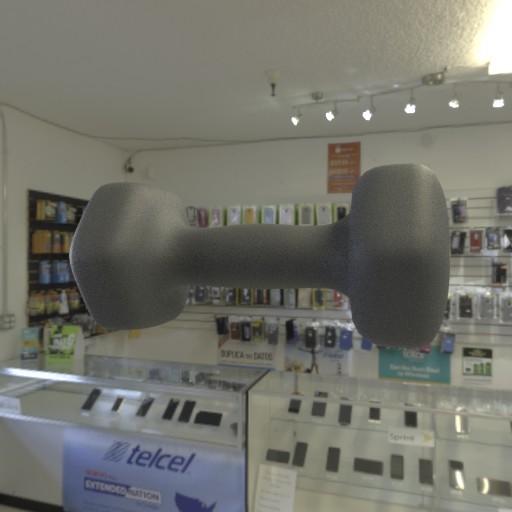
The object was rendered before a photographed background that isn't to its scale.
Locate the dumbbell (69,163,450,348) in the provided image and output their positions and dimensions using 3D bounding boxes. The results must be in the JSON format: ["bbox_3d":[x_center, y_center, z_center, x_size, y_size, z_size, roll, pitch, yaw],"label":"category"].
[{"bbox_3d":[0.000,0.000,0.300,0.240,0.105,0.116,0,0,20],"label":"dumbbell"}]
